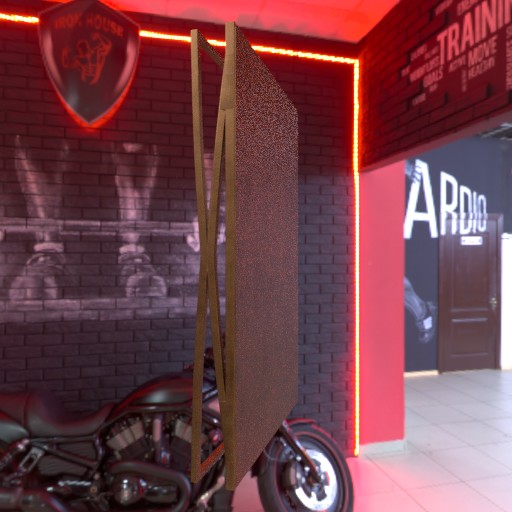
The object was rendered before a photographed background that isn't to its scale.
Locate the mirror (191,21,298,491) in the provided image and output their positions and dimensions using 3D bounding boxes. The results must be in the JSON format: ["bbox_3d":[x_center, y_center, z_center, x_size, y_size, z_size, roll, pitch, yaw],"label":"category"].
[{"bbox_3d":[0.000,0.000,0.958,0.082,0.768,0.468,0,0,18],"label":"mirror"}]
